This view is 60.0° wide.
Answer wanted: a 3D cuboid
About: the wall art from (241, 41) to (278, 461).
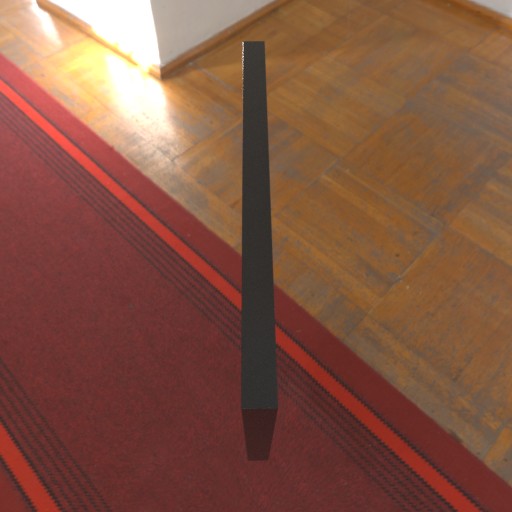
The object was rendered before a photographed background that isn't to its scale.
[{"bbox_3d":[0.000,0.000,1.200,0.058,0.640,0.939,-1,59,0],"label":"wall art"}]
